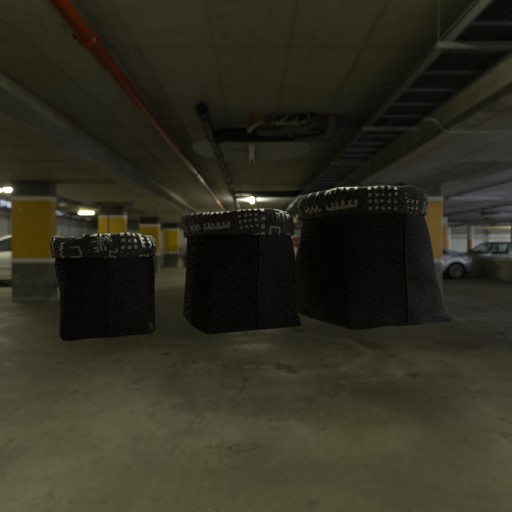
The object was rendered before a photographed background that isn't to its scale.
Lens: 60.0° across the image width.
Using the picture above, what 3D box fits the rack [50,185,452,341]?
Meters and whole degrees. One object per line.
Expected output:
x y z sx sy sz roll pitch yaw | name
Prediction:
0.000 0.000 1.070 0.905 0.323 0.379 0 1 -18 | rack
